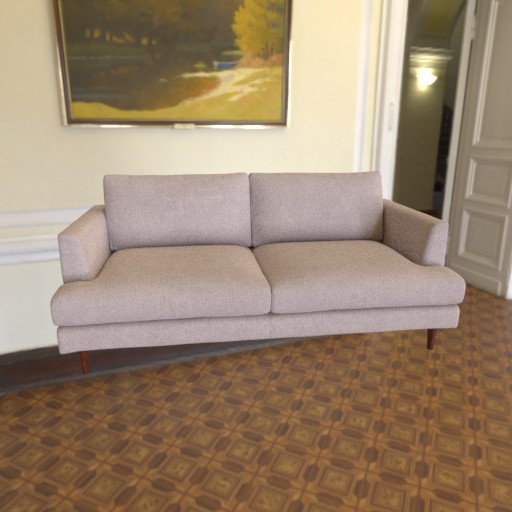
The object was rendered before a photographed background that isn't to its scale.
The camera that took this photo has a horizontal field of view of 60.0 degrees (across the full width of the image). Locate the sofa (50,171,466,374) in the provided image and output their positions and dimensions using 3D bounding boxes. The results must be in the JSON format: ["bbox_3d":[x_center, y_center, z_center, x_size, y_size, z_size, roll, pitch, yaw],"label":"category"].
[{"bbox_3d":[0.000,0.000,2.506,1.948,0.868,1.020,-2,17,-7],"label":"sofa"}]
